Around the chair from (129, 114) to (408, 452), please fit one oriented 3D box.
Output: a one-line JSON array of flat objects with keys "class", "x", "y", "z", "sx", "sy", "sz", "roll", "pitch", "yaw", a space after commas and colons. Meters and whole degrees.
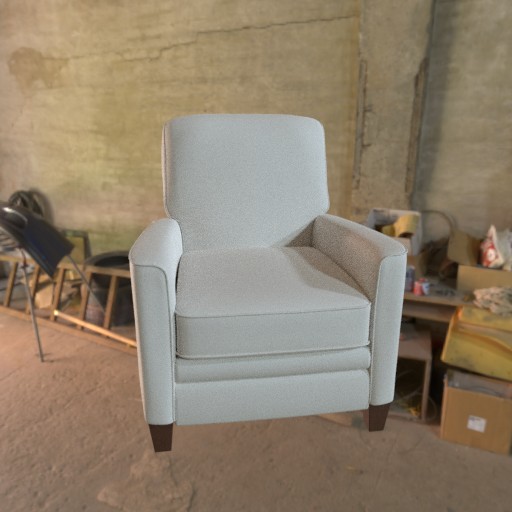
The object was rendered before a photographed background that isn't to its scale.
[{"class": "chair", "x": 0.000, "y": 0.000, "z": 1.644, "sx": 0.841, "sy": 1.028, "sz": 0.858, "roll": -2, "pitch": 16, "yaw": -8}]
